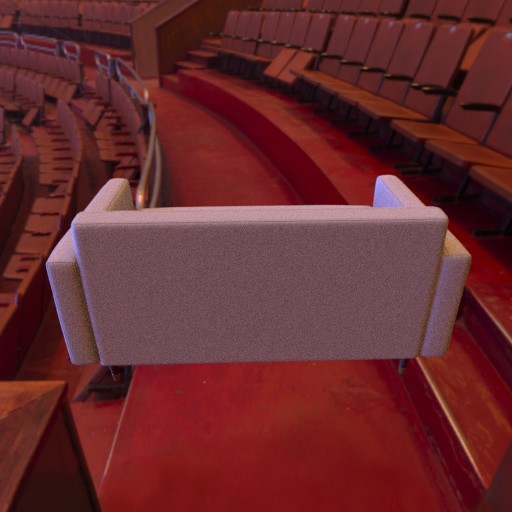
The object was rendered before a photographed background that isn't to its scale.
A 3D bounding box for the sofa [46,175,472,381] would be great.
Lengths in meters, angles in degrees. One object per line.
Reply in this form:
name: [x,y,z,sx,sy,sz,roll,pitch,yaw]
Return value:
sofa: [0.000,0.000,2.142,1.585,0.801,0.950,-1,29,-2]
